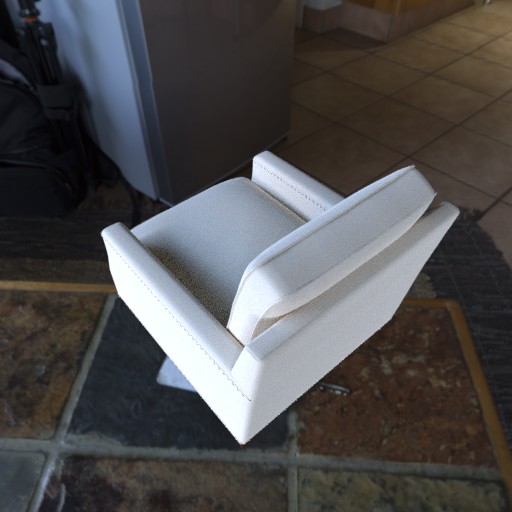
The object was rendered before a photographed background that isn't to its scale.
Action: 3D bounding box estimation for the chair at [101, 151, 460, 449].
[{"bbox_3d":[0.000,0.000,1.712,0.853,0.943,1.014,-32,54,-27],"label":"chair"}]
